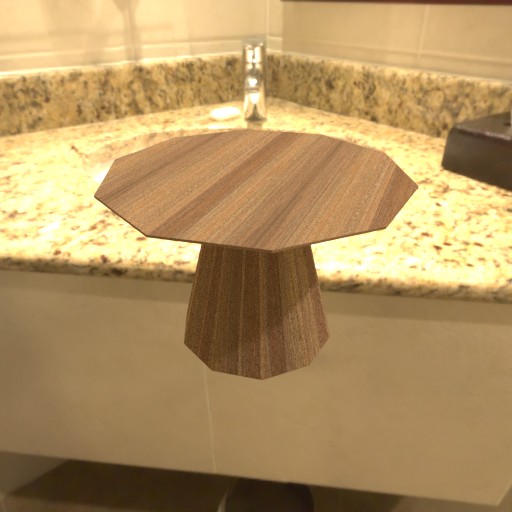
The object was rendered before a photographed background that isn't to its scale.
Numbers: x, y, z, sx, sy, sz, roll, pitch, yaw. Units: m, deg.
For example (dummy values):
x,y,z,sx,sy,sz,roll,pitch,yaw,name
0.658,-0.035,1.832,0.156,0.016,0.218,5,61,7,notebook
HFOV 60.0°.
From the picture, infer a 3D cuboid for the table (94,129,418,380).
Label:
x,y,z,sx,sy,sz,roll,pitch,yaw,name
0.000,0.000,1.886,1.186,0.752,1.186,0,31,0,table
